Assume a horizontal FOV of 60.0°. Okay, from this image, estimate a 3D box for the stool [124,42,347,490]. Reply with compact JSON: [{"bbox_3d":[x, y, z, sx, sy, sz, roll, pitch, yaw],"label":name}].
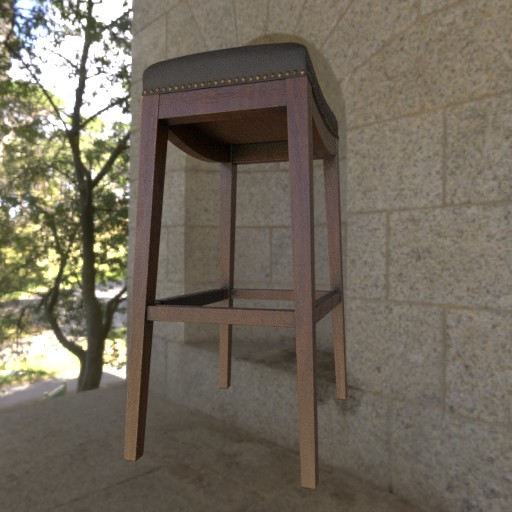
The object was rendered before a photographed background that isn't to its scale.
[{"bbox_3d":[0.000,0.000,1.014,0.361,0.765,0.500,0,0,17],"label":"stool"}]
